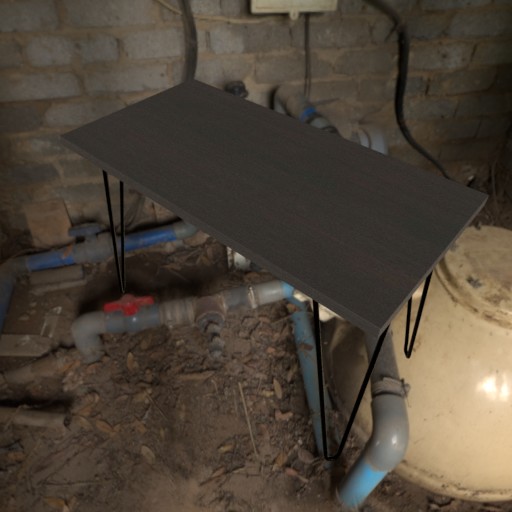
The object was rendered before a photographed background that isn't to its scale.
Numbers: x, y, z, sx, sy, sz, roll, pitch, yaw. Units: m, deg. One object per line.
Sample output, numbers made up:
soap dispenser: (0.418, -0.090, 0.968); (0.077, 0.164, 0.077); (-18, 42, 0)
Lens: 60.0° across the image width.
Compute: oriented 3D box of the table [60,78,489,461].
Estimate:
table: (0.000, 0.000, 1.351); (0.991, 0.660, 0.499); (31, 52, 28)
